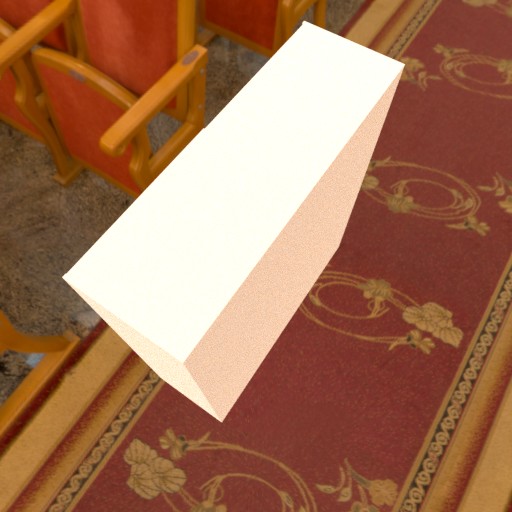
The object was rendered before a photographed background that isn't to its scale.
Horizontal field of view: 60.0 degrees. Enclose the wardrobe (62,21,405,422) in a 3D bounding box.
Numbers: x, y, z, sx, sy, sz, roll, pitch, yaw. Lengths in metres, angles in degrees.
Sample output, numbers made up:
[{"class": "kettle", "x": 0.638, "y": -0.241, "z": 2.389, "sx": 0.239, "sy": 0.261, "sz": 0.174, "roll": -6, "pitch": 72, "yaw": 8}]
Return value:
[{"class": "wardrobe", "x": 0.000, "y": 0.000, "z": 2.905, "sx": 0.600, "sy": 2.020, "sz": 1.830, "roll": 31, "pitch": 68, "yaw": 14}]
